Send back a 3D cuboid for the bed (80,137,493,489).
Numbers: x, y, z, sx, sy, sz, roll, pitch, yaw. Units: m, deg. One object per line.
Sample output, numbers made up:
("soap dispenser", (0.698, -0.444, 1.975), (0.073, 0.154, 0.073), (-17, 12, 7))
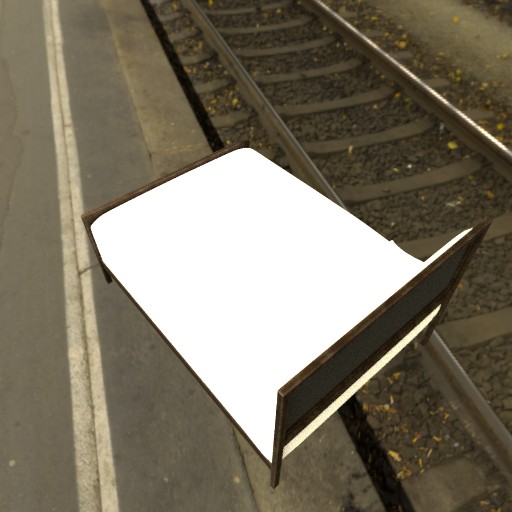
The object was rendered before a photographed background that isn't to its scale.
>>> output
("bed", (0.000, 0.000, 3.188), (1.607, 1.313, 2.221), (-32, 55, -26))
